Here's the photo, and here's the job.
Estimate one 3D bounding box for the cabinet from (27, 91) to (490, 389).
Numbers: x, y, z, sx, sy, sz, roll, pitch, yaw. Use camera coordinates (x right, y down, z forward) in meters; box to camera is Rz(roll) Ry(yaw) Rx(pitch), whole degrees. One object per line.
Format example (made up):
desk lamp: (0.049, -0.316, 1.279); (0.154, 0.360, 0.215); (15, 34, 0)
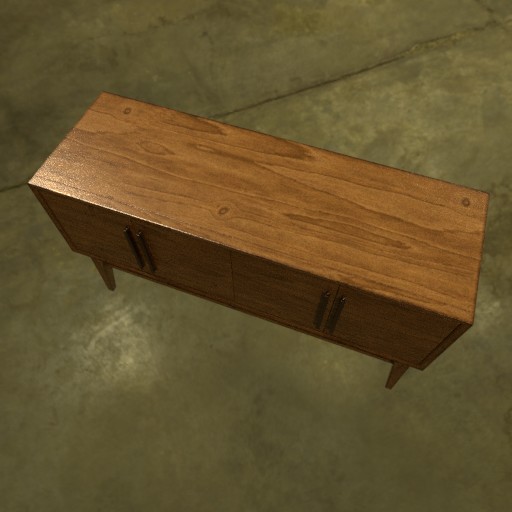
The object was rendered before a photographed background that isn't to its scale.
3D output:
cabinet: (0.000, 0.000, 1.719); (1.363, 0.802, 0.477); (18, 61, 10)
